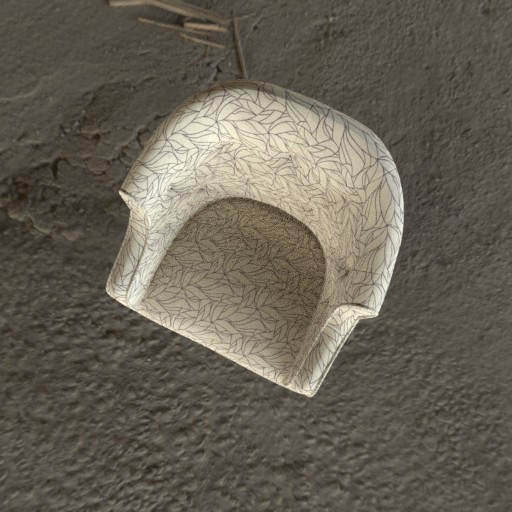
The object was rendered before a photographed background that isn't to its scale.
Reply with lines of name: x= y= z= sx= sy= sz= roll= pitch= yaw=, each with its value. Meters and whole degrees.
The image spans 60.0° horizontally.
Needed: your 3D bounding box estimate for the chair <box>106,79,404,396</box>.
chair: x=0.000 y=0.000 z=1.334 sx=0.686 sy=0.858 sz=0.613 roll=25 pitch=77 yaw=6
